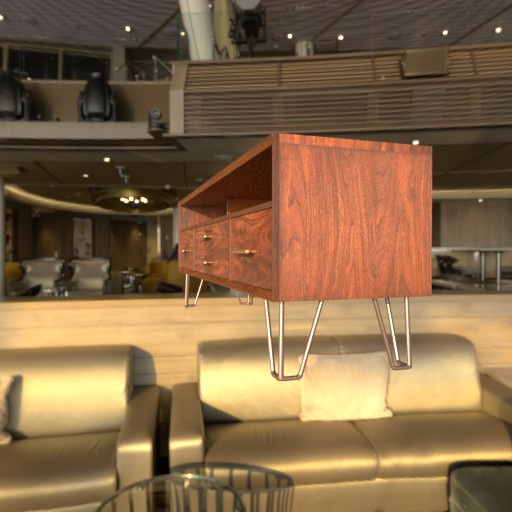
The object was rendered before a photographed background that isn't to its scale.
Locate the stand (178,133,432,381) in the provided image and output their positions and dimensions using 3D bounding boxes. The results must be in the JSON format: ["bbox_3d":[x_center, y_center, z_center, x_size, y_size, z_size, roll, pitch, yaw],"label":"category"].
[{"bbox_3d":[0.000,0.000,1.900,0.481,0.610,1.626,0,1,-18],"label":"stand"}]
